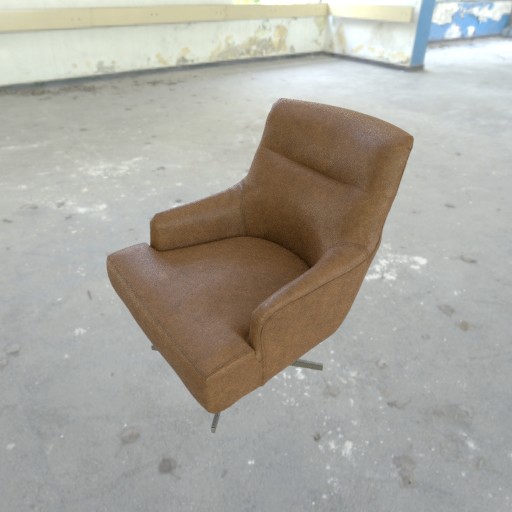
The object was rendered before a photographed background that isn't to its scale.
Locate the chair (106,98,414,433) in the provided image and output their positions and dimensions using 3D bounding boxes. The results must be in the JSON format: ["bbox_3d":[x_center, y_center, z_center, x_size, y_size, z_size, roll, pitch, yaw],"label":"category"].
[{"bbox_3d":[0.000,0.000,1.533,0.874,0.869,0.729,-20,37,-29],"label":"chair"}]
